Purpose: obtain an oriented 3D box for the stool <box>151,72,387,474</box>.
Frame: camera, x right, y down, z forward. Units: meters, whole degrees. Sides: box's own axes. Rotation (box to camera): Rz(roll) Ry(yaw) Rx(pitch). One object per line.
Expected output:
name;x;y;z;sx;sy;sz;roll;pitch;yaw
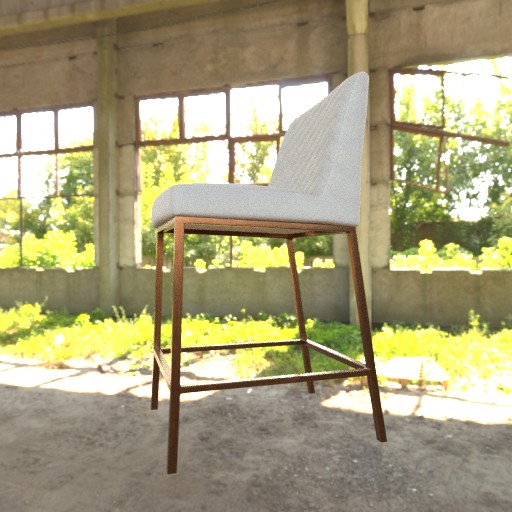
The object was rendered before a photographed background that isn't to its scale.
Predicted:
stool;0.000;0.000;1.289;0.576;0.973;0.507;0;0;-18
